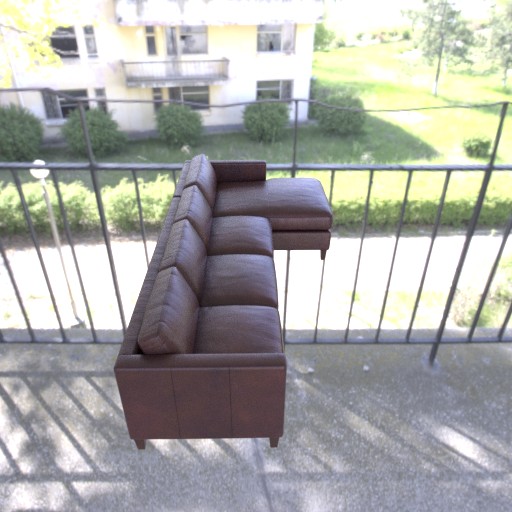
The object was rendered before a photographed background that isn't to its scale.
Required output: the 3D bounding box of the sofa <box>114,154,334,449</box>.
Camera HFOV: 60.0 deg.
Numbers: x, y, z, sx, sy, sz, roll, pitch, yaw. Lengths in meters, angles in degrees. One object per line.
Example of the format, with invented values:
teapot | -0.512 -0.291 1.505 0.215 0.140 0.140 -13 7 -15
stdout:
sofa | 0.000 0.000 3.878 1.581 0.883 3.203 0 32 -1
